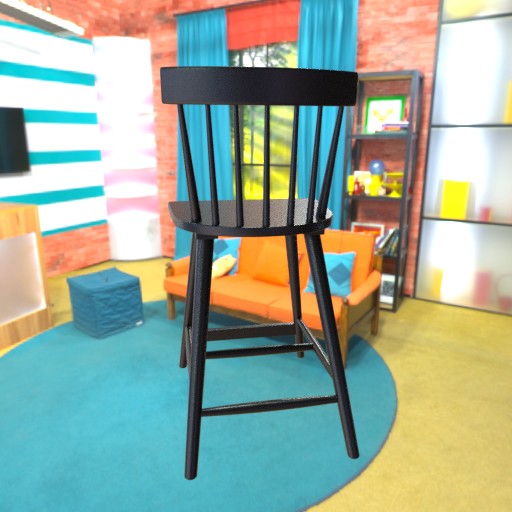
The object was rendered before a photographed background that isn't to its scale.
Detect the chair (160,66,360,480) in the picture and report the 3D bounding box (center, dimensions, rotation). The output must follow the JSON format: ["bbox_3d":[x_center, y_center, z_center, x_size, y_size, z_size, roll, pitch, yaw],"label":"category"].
[{"bbox_3d":[0.000,0.000,1.247,0.483,0.952,0.572,-3,15,-10],"label":"chair"}]
